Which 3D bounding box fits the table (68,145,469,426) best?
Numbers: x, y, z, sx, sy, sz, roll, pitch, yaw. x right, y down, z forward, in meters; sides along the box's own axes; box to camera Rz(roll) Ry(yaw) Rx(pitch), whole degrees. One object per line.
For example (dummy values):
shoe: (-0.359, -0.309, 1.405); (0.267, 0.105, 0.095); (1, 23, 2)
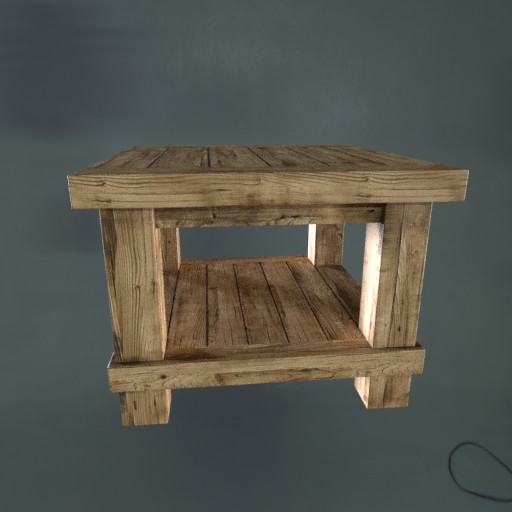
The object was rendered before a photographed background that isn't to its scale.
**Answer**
table: (0.000, 0.000, 1.024); (0.610, 0.457, 0.610); (-2, 18, -6)
